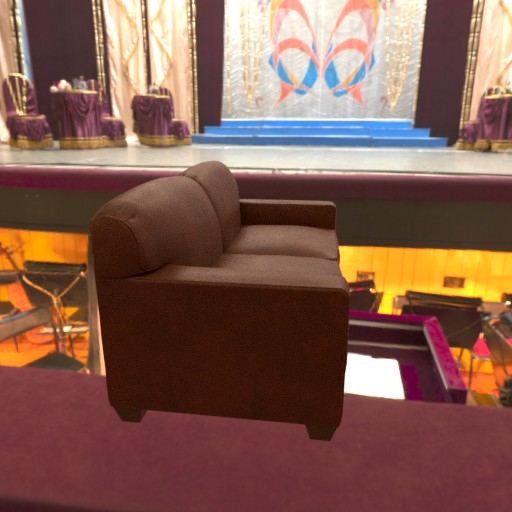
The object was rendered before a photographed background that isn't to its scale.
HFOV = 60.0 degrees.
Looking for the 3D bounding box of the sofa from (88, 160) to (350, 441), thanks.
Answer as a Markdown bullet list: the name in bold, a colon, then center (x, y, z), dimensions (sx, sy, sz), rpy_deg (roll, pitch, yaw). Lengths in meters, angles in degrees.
- **sofa**: center (0.000, 0.000, 2.513), dimensions (1.000, 0.966, 1.856), rpy_deg (2, 17, 8)
